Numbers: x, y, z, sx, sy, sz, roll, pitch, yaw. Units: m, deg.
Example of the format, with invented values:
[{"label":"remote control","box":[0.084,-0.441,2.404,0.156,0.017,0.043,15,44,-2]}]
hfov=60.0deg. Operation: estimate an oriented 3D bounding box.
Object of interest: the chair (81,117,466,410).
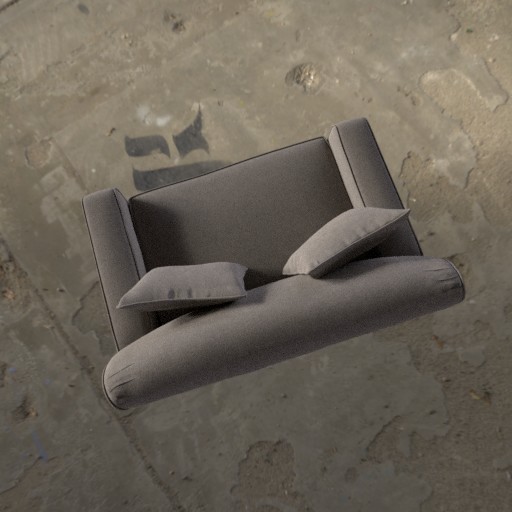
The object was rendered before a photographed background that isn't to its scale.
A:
[{"label":"chair","box":[0.000,0.000,2.091,1.395,0.953,0.992,-17,77,-4]}]
